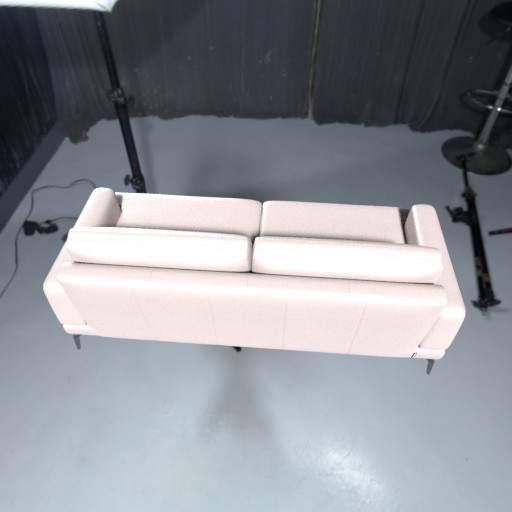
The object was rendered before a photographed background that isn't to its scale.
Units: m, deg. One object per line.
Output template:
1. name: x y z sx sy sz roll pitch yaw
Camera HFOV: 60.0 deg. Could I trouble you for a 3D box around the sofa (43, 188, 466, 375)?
1. sofa: 0.000 0.000 2.366 1.940 0.765 0.974 3 46 3
